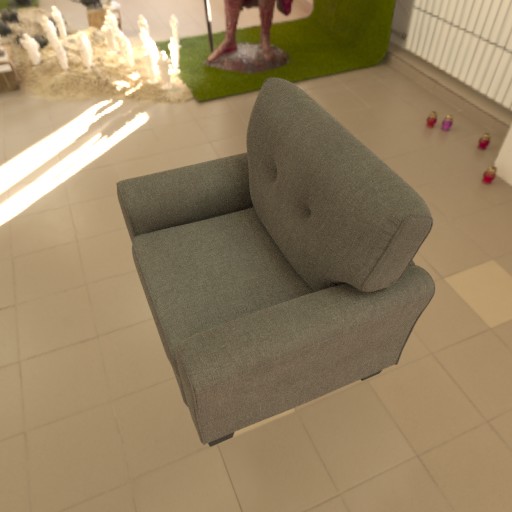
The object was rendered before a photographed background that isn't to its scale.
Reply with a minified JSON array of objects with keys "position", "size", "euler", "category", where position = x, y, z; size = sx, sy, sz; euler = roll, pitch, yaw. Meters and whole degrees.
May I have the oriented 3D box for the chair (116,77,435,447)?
[{"position":[0.000,0.000,1.601],"size":[0.816,0.890,0.941],"euler":[-18,48,-16],"category":"chair"}]
